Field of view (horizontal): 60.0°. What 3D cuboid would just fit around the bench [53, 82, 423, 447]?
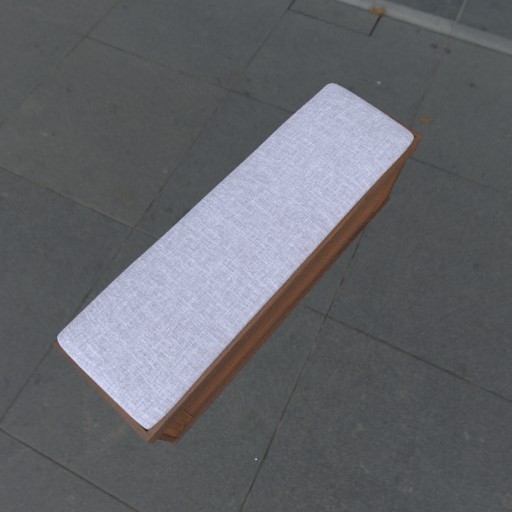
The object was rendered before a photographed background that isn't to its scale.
[{"bbox_3d":[0.000,0.000,1.454,0.367,0.468,1.196,38,71,16],"label":"bench"}]
